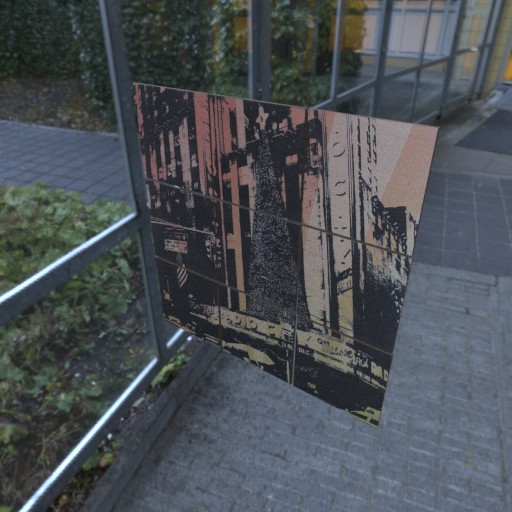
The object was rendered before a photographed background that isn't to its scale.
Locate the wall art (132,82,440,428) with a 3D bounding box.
[{"bbox_3d":[0.000,0.000,1.803,1.216,1.216,0.013,20,36,30],"label":"wall art"}]
